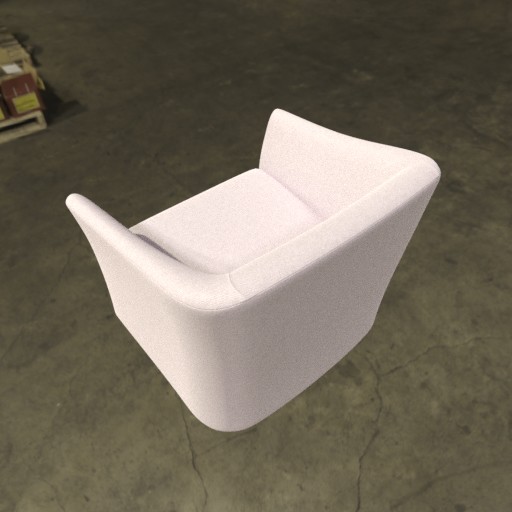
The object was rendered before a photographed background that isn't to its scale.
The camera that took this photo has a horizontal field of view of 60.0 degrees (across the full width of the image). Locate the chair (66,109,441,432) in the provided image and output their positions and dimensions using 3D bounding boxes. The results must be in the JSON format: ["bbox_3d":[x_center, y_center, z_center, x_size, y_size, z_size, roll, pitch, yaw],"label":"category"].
[{"bbox_3d":[0.000,0.000,1.343,0.790,0.720,0.700,-31,53,-26],"label":"chair"}]
